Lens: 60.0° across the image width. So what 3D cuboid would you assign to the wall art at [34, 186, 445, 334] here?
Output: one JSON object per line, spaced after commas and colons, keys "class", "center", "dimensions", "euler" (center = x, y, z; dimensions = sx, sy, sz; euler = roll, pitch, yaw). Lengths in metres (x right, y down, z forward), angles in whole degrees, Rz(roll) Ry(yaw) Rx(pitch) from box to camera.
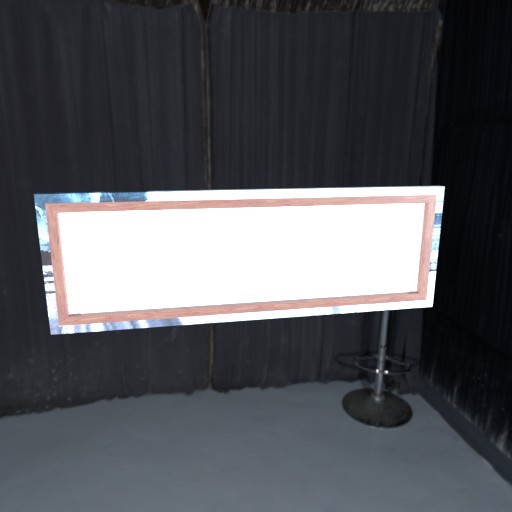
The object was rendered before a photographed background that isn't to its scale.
{"class": "wall art", "center": [0.000, 0.000, 1.705], "dimensions": [1.524, 0.509, 0.037], "euler": [-3, 14, -11]}
